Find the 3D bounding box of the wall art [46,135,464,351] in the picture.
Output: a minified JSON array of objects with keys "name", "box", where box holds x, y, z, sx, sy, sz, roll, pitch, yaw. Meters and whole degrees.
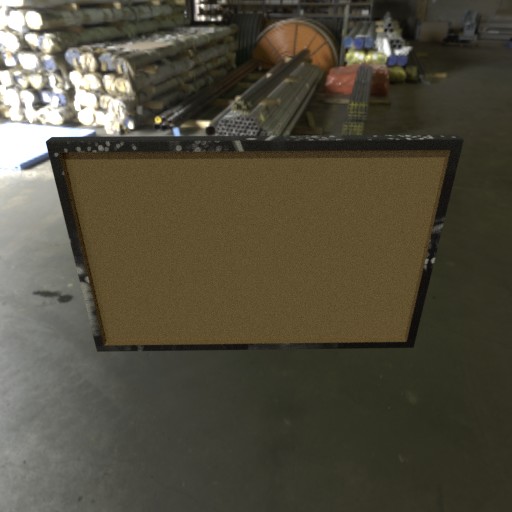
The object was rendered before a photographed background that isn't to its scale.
[{"name":"wall art","box":[0.000,0.000,1.137,0.914,0.609,0.038,-1,31,-1]}]
